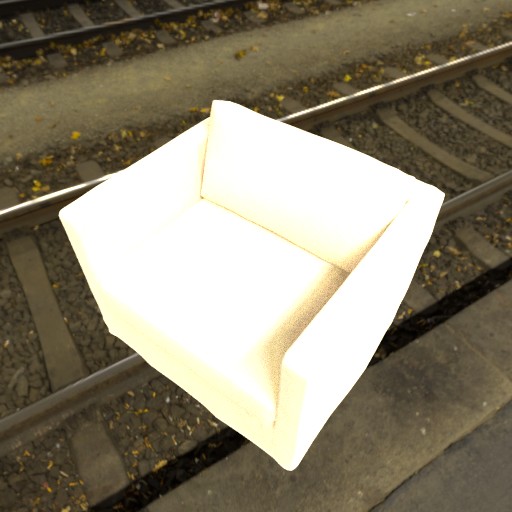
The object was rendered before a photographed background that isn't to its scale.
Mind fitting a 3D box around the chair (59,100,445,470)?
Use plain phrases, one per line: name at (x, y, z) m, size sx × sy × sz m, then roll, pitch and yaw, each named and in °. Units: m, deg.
chair at (0.000, 0.000, 1.751) m, size 1.057 × 0.851 × 0.947 m, roll 29°, pitch 54°, yaw 24°
